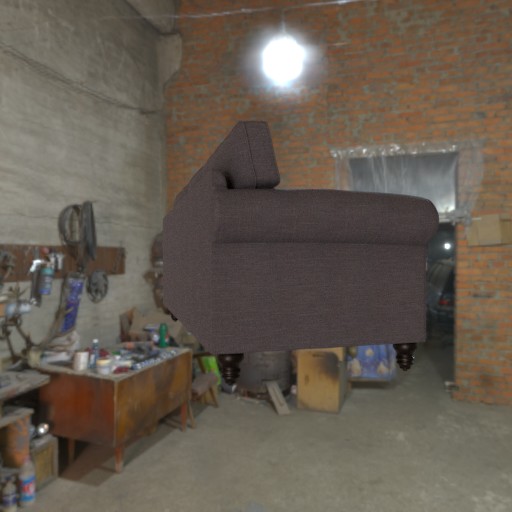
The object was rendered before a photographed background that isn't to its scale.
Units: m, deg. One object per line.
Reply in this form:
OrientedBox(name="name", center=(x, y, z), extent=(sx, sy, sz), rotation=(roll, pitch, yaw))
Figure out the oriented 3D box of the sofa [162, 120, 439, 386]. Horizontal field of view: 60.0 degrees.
OrientedBox(name="sofa", center=(0.000, 0.000, 2.583), extent=(0.909, 0.966, 2.084), rotation=(0, -1, -17))
